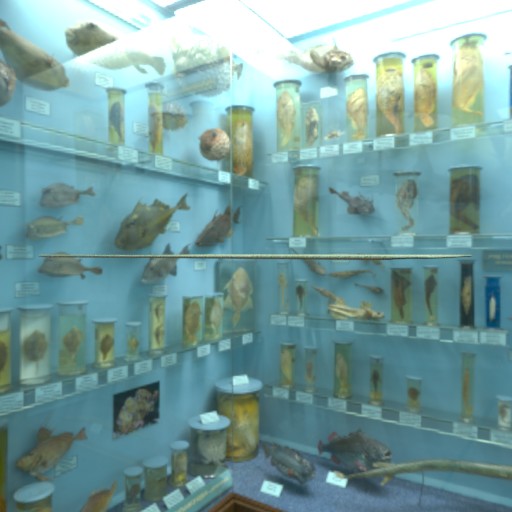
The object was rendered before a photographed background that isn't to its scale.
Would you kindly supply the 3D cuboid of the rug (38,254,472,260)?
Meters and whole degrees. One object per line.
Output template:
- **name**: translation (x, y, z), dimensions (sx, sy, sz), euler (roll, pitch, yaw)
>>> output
- **rug**: translation (0.000, 0.000, 2.835), dimensions (2.270, 0.017, 1.606), euler (0, 0, 35)
